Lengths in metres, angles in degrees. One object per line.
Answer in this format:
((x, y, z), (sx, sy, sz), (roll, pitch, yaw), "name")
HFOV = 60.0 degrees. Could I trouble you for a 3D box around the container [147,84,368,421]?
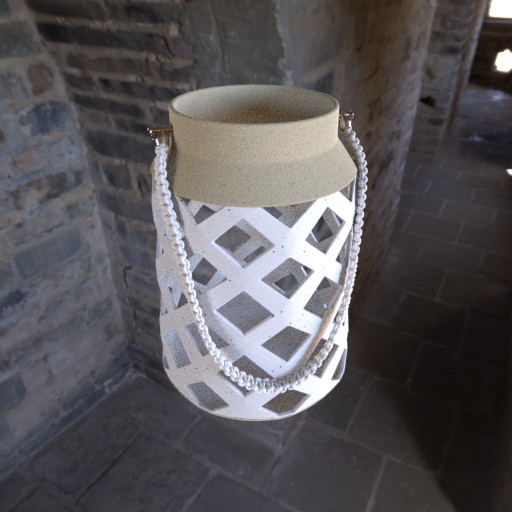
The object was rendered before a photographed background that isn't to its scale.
((0.000, 0.000, 0.394), (0.188, 0.264, 0.198), (-9, 33, -14), "container")
